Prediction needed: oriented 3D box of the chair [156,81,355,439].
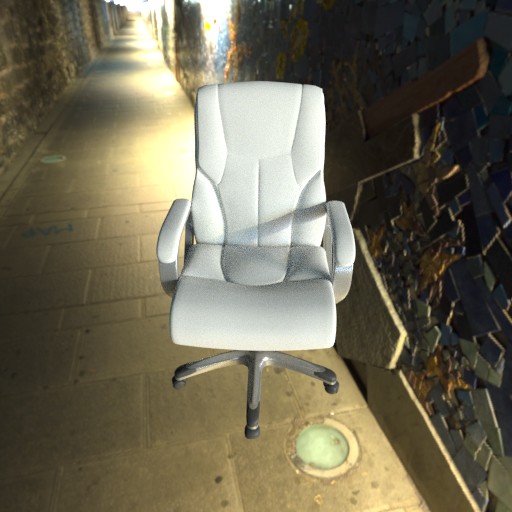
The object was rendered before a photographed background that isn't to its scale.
[{"bbox_3d":[0.000,0.000,1.639,0.687,1.120,0.738,1,30,2],"label":"chair"}]
